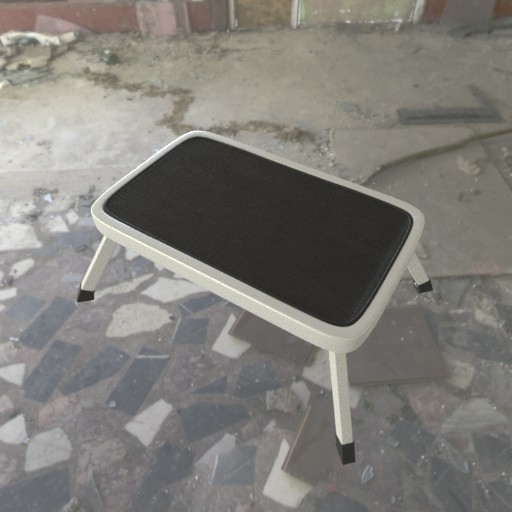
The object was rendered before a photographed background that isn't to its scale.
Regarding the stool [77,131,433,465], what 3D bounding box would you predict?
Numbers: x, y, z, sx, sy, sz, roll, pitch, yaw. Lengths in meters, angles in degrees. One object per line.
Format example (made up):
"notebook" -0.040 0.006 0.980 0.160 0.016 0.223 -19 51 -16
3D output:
"stool" 0.000 0.000 0.623 0.460 0.170 0.320 25 52 21
